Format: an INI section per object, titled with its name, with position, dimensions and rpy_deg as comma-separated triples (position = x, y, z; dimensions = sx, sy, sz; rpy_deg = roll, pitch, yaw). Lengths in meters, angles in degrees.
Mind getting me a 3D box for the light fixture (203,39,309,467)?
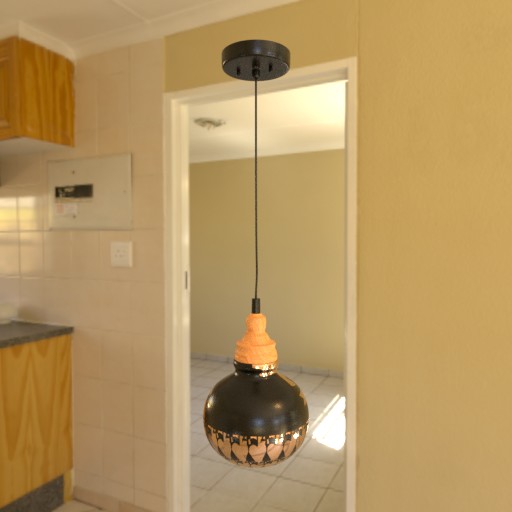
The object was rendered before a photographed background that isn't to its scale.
[light fixture]
position = 0.000, 0.000, 1.795
dimensions = 0.430, 1.606, 0.430
rpy_deg = 0, 2, 16
